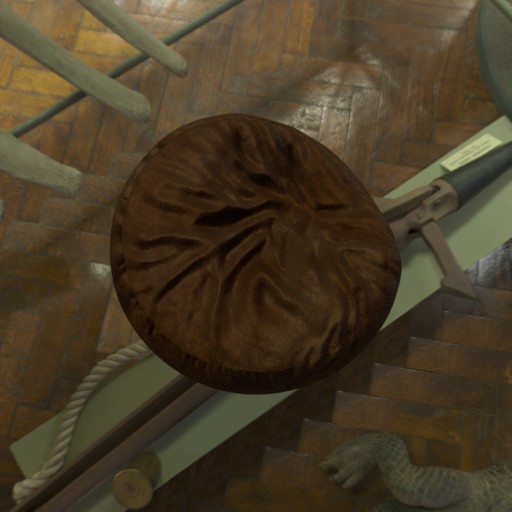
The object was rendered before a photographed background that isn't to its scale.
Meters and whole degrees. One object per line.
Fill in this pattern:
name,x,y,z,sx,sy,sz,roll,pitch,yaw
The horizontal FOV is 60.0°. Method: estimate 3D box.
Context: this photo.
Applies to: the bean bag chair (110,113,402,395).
bean bag chair,0.000,0.000,1.534,0.918,0.616,0.918,0,77,0
